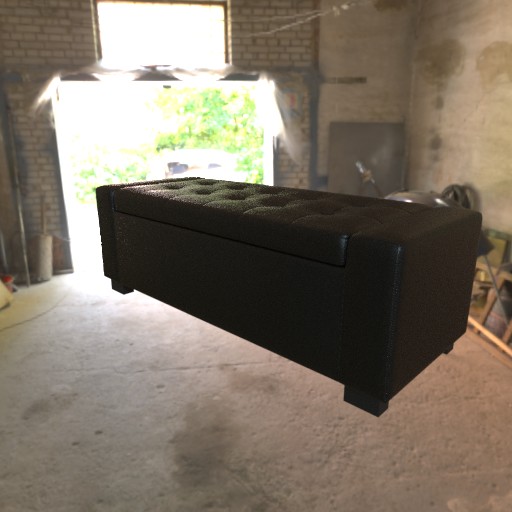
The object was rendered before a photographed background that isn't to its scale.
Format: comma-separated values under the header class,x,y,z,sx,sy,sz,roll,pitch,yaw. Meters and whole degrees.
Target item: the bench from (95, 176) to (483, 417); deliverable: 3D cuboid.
class,x,y,z,sx,sy,sz,roll,pitch,yaw
bench,0.000,0.000,1.552,1.296,0.445,0.508,15,22,41
